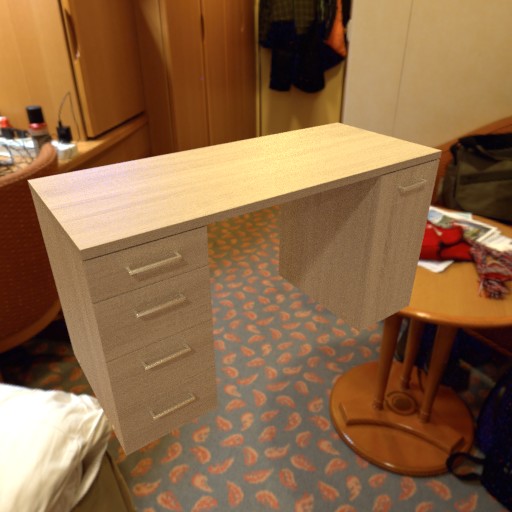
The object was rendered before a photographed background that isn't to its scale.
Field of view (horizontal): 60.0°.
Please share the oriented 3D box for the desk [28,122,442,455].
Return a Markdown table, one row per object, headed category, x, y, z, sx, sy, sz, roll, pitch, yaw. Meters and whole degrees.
| category | x | y | z | sx | sy | sz | roll | pitch | yaw |
| --- | --- | --- | --- | --- | --- | --- | --- | --- | --- |
| desk | 0.000 | 0.000 | 1.750 | 1.390 | 0.740 | 0.600 | -19 | 35 | -30 |
